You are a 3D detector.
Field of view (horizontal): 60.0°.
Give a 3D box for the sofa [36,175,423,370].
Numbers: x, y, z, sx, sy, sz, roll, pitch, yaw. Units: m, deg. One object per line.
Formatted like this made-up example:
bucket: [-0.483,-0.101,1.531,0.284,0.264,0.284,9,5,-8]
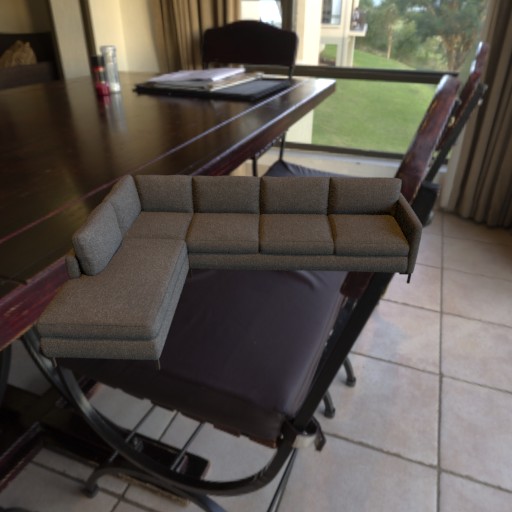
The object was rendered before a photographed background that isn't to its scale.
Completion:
sofa: [0.000,0.000,3.794,2.949,0.815,2.007,1,30,2]
